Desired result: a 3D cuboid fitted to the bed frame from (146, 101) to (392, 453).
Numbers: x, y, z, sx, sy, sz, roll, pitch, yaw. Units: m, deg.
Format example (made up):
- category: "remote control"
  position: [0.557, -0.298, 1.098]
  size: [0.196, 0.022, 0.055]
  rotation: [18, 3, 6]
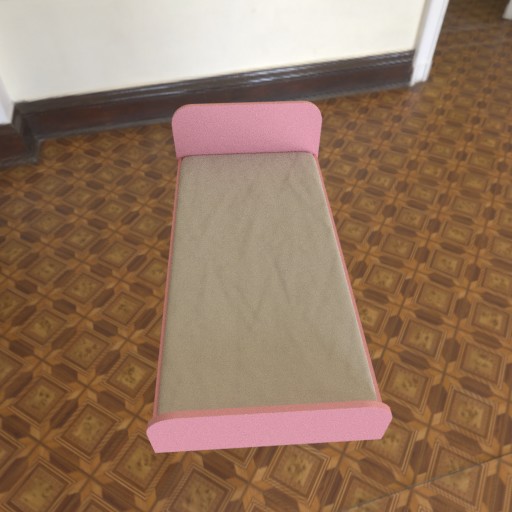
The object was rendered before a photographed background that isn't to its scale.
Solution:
- category: "bed frame"
  position: [0.000, 0.000, 2.491]
  size: [0.998, 0.805, 1.963]
  rotation: [-3, 47, -2]
